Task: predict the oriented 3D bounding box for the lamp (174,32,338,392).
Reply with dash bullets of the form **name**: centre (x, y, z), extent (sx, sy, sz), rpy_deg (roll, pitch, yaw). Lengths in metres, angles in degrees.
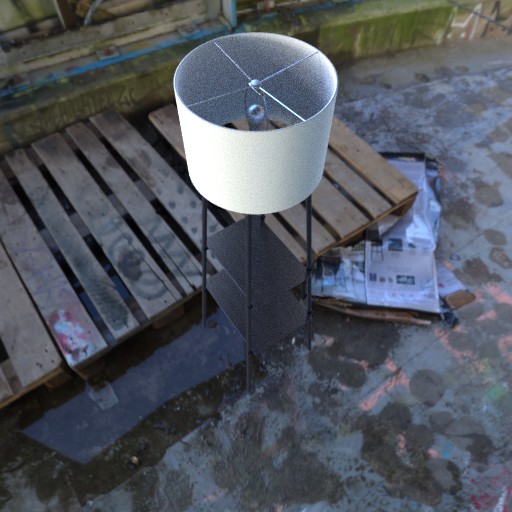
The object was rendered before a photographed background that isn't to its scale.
- **lamp**: centre (0.000, 0.000, 1.628), extent (0.384, 1.474, 0.427), rpy_deg (-30, 61, -19)
